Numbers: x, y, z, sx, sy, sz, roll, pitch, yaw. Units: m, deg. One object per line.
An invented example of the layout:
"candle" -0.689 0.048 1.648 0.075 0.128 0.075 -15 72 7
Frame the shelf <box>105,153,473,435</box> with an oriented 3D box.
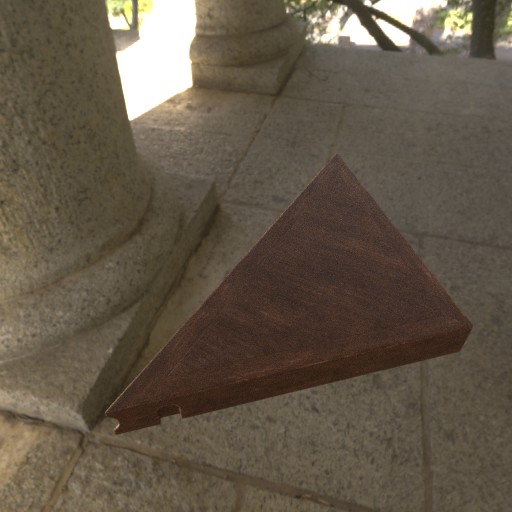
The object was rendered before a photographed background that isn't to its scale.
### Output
"shelf" 0.000 0.000 0.455 0.296 0.035 0.296 -10 43 -11
